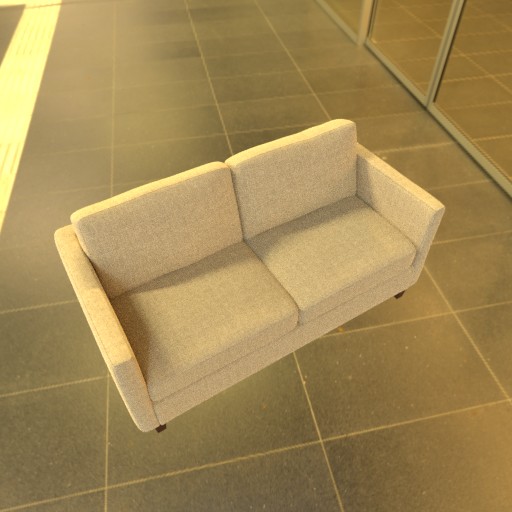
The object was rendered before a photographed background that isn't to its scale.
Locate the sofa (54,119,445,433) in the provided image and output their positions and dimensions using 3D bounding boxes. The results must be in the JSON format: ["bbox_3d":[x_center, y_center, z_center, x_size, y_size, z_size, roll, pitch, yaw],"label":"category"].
[{"bbox_3d":[0.000,0.000,2.504,1.884,0.963,0.950,-24,51,-21],"label":"sofa"}]
